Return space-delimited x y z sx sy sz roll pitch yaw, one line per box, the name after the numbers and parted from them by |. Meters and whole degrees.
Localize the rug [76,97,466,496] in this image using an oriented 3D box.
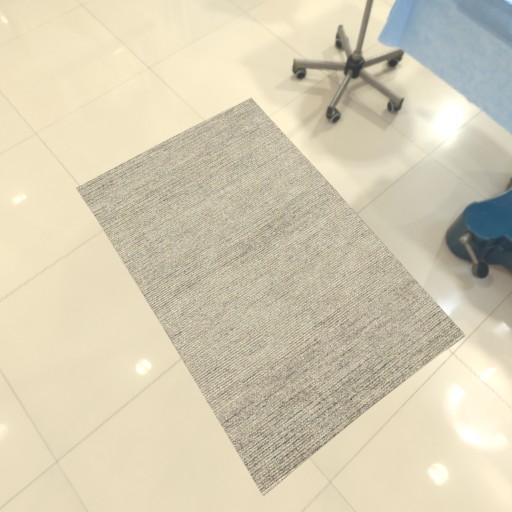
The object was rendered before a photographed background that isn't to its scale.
0.000 0.000 2.244 1.162 0.022 1.804 -32 69 -14 | rug
